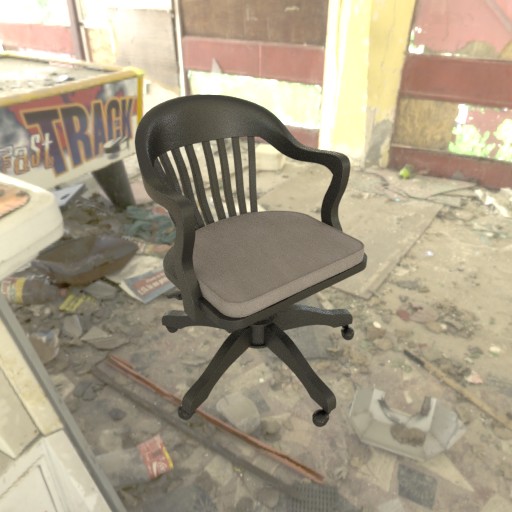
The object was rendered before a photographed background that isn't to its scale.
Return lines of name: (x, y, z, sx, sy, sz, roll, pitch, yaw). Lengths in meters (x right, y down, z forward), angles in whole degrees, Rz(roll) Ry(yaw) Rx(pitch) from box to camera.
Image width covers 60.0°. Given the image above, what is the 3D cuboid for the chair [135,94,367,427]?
chair: (0.000, 0.000, 1.446, 0.750, 0.878, 0.788, -21, 37, -31)
